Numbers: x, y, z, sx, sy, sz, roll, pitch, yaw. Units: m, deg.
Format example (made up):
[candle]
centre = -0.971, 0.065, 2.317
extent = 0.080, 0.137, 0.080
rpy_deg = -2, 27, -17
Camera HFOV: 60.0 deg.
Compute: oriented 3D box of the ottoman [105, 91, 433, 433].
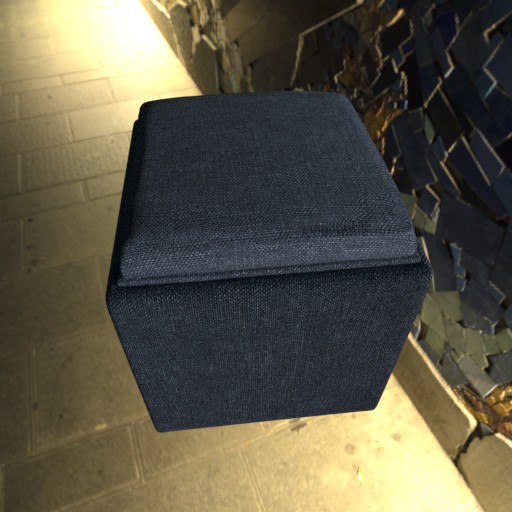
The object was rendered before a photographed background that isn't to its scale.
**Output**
[ottoman]
centre = 0.000, 0.000, 0.848
extent = 0.436, 0.493, 0.454
rpy_deg = -4, 46, -4
